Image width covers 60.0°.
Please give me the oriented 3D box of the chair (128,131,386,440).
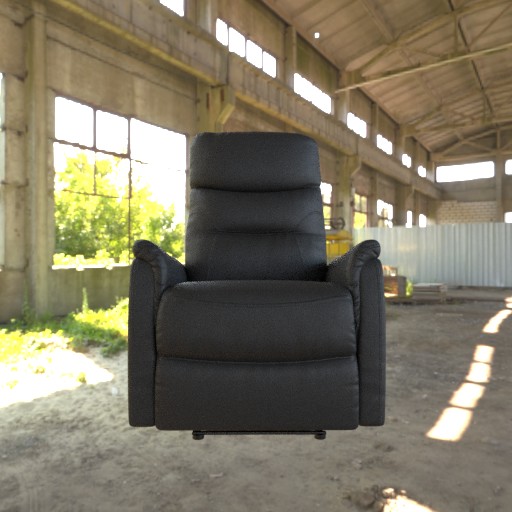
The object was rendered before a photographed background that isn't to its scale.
[{"bbox_3d":[0.000,0.000,1.664,0.775,1.082,0.831,0,0,0],"label":"chair"}]
